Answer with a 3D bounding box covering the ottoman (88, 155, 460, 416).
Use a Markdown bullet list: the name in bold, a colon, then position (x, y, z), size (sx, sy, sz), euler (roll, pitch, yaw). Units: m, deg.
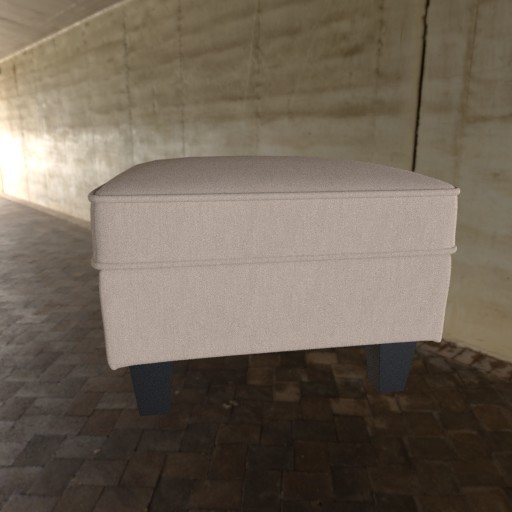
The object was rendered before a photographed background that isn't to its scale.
- **ottoman**: position (0.000, 0.000, 1.002), size (0.613, 0.438, 0.616), euler (-2, 15, -9)
